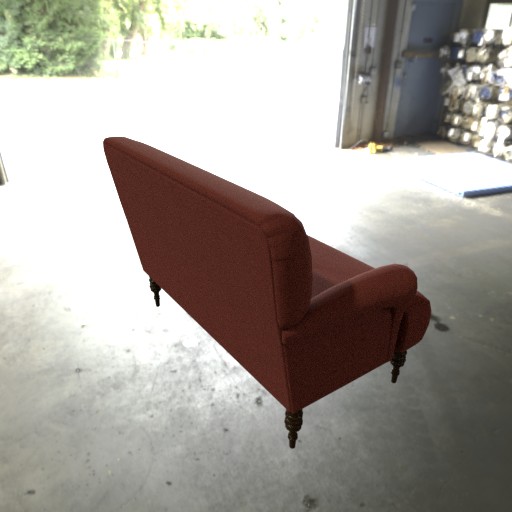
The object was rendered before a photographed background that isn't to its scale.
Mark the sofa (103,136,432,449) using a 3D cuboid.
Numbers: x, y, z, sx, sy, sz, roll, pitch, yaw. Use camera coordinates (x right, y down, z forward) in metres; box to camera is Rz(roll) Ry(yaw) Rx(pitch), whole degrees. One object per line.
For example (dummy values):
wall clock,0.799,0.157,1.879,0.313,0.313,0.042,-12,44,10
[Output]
sofa,0.000,0.000,1.837,0.779,0.889,1.297,-18,32,-32
